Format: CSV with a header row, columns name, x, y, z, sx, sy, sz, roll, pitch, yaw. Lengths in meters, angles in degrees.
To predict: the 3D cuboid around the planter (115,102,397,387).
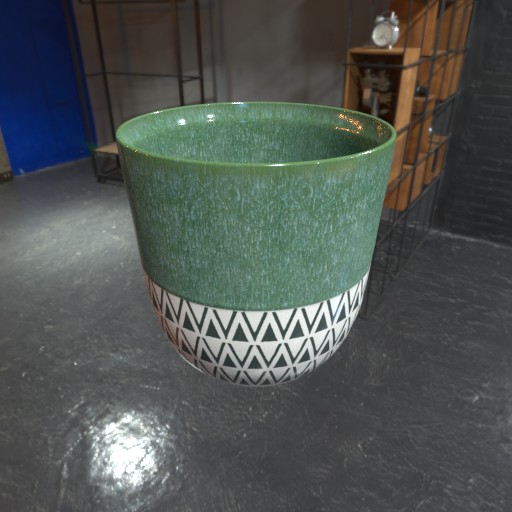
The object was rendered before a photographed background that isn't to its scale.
name,x,y,z,sx,sy,sz,roll,pitch,yaw
planter,0.000,0.000,0.369,0.195,0.214,0.195,0,28,0
